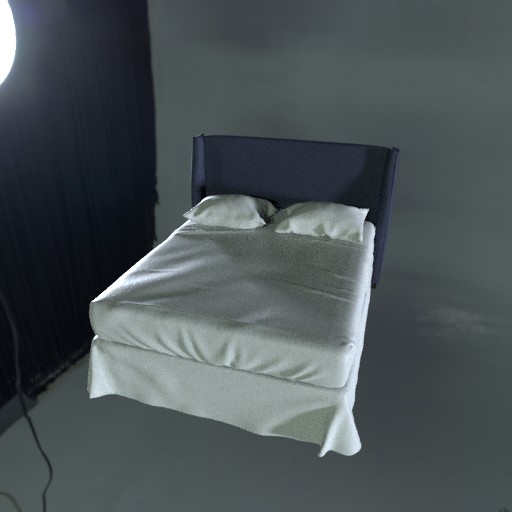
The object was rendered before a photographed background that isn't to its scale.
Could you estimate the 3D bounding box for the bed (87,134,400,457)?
[{"bbox_3d":[0.000,0.000,3.424,1.925,1.332,2.276,8,28,15],"label":"bed"}]
